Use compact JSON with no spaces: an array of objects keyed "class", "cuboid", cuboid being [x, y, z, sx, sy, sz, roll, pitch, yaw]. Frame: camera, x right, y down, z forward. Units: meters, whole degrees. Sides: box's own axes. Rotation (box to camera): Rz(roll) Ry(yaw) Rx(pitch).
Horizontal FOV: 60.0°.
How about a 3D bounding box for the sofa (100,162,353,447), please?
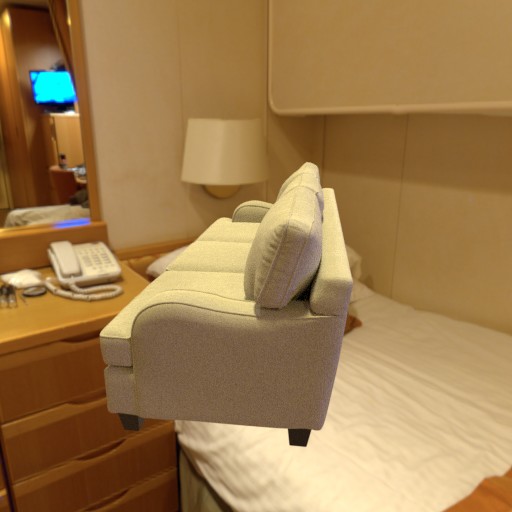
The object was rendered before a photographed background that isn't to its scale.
[{"class":"sofa","cuboid":[0.000,0.000,2.803,1.016,0.991,2.323,2,17,7]}]
